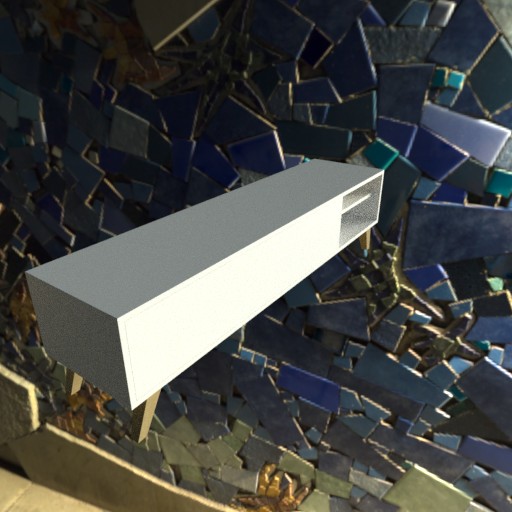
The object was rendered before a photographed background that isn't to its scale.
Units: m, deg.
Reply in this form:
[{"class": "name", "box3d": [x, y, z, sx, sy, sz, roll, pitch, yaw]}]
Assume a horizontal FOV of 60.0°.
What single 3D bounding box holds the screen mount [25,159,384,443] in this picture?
[{"class": "screen mount", "box3d": [0.000, 0.000, 1.821, 0.399, 0.432, 1.644, 17, 31, 32]}]
